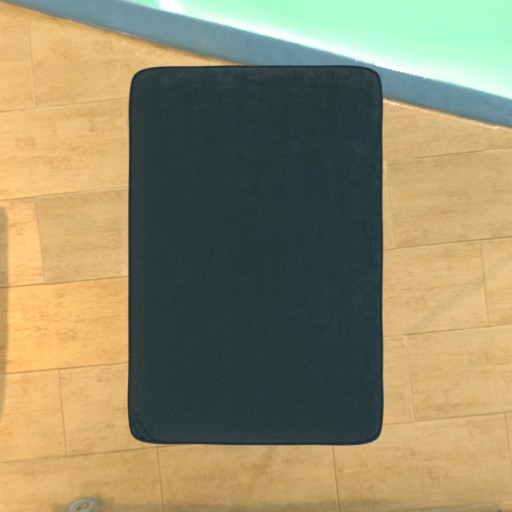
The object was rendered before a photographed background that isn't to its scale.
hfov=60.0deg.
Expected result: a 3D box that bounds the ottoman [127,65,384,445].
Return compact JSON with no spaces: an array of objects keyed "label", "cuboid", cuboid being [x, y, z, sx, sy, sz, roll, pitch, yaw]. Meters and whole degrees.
[{"label":"ottoman","cuboid":[0.000,0.000,1.194,0.583,0.484,0.862,0,90,0]}]
